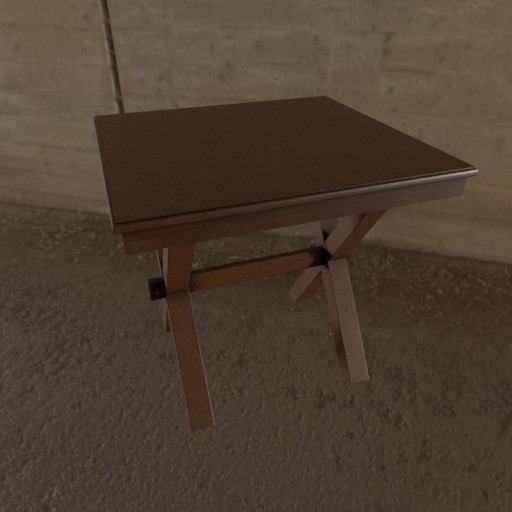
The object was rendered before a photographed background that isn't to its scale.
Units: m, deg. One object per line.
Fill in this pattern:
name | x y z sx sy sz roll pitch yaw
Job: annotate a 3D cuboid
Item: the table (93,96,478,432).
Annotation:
table | 0.000 0.000 1.037 0.602 0.562 0.560 -11 34 -17
